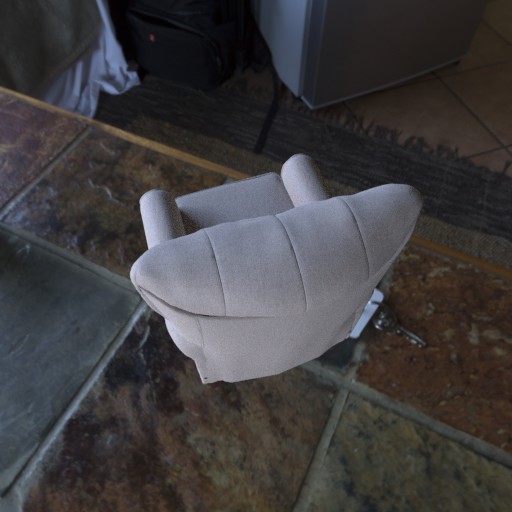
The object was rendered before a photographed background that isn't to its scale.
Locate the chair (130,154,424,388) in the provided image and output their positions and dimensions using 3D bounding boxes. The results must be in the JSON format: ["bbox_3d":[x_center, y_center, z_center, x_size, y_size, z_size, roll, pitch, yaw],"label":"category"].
[{"bbox_3d":[0.000,0.000,1.930,0.942,1.209,1.025,-15,59,-9],"label":"chair"}]
